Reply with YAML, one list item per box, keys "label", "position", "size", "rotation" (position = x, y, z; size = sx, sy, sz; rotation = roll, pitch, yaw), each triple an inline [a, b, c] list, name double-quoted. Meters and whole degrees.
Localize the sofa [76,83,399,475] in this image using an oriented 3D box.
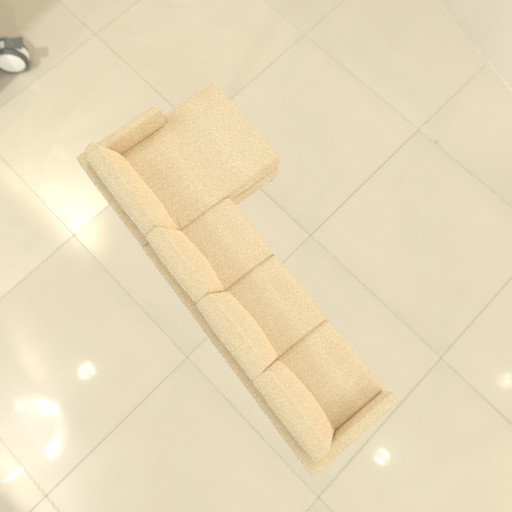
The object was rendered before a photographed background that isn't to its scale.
- label: "sofa"
  position: [0.000, 0.000, 4.154]
  size: [1.603, 0.954, 3.471]
  rotation: [-37, 79, -9]
